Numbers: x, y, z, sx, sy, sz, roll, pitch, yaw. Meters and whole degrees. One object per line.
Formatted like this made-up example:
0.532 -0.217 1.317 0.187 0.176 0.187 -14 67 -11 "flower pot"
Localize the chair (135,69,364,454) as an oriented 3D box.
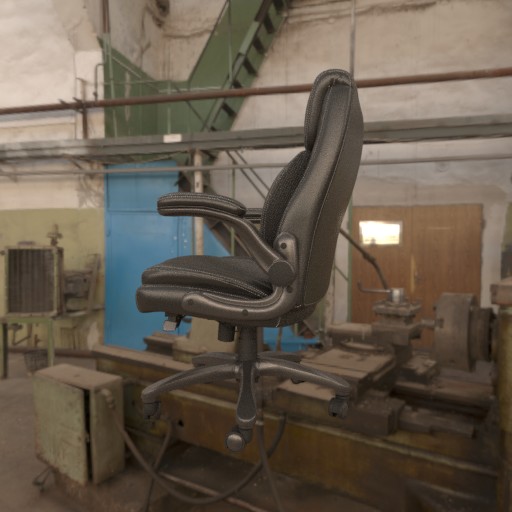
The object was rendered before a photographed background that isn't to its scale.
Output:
0.000 0.000 1.587 0.724 1.110 0.782 1 2 17 "chair"
